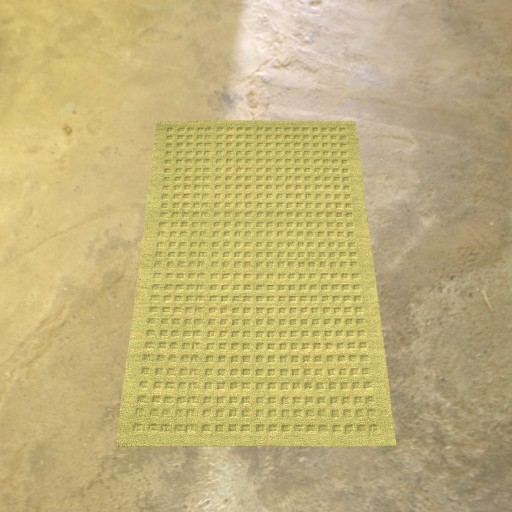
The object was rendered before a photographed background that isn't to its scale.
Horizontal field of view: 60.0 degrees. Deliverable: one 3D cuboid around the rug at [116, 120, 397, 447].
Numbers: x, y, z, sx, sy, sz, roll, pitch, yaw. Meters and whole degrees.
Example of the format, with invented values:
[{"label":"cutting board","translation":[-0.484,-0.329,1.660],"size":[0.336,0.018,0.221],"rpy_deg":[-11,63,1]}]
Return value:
[{"label":"rug","translation":[0.000,0.000,2.902],"size":[1.529,0.007,2.297],"rpy_deg":[0,65,0]}]
